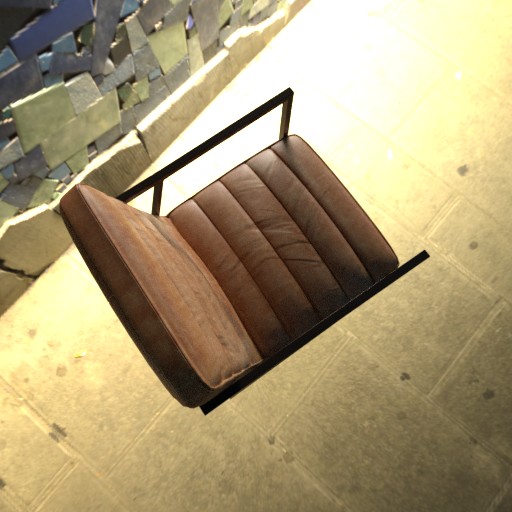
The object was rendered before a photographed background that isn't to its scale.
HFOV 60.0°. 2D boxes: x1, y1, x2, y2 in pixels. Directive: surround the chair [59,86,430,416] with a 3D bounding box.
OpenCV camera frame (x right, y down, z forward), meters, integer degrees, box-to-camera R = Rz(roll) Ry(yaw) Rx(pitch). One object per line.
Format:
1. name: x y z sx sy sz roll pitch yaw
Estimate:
1. chair: 0.000 0.000 1.256 0.677 0.832 0.571 -34 78 -8
